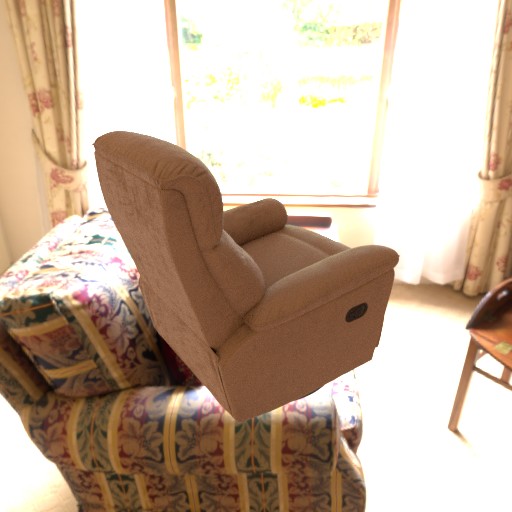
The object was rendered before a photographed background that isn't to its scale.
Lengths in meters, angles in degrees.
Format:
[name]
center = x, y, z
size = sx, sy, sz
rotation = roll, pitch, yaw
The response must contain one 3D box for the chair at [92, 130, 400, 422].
[chair]
center = 0.000, 0.000, 1.782
size = 1.004, 1.037, 0.820
rotation = -18, 31, -32
